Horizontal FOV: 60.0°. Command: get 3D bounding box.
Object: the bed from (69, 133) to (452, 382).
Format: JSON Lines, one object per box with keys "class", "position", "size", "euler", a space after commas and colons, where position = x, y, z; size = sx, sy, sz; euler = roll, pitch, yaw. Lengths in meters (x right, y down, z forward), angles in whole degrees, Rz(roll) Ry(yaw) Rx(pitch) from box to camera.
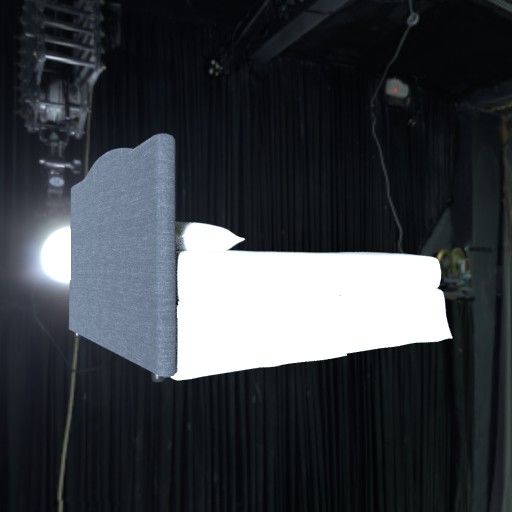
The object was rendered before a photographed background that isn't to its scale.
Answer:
{"class": "bed", "position": [0.000, 0.000, 3.949], "size": [2.689, 1.457, 2.161], "euler": [1, -2, -35]}
